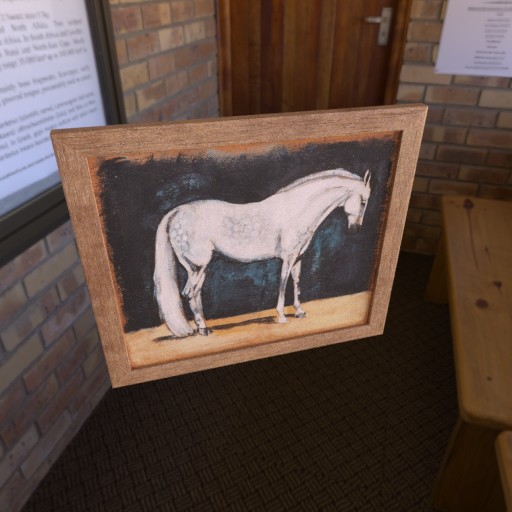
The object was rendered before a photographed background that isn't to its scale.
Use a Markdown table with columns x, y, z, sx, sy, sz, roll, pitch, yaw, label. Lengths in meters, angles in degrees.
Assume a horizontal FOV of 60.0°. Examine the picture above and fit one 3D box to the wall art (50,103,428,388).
| x | y | z | sx | sy | sz | roll | pitch | yaw | label |
| --- | --- | --- | --- | --- | --- | --- | --- | --- | --- |
| 0.000 | 0.000 | 0.950 | 0.690 | 0.588 | 0.026 | -8 | 33 | -13 | wall art |
